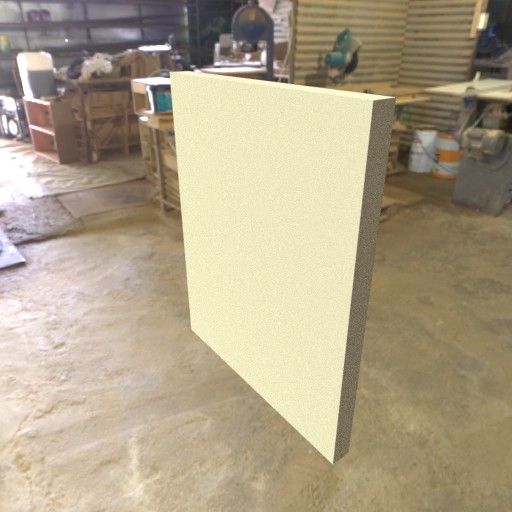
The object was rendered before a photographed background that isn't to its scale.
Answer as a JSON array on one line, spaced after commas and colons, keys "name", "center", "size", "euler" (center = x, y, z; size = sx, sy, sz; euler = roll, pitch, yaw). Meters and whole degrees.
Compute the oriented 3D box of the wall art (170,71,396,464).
[{"name": "wall art", "center": [0.000, 0.000, 0.752], "size": [0.039, 0.553, 0.451], "euler": [-19, 32, -33]}]
